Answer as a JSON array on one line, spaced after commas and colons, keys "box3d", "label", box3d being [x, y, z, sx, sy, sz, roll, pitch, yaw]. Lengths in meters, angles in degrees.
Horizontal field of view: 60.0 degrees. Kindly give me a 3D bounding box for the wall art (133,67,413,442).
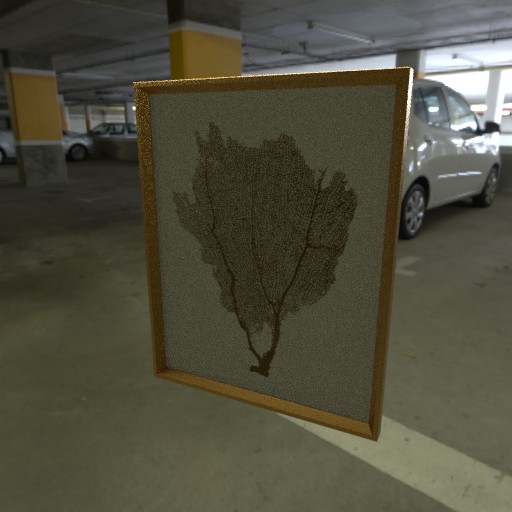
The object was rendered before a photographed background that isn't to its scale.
[{"box3d": [0.000, 0.000, 1.012, 0.610, 0.762, 0.038, 8, 18, 25], "label": "wall art"}]
